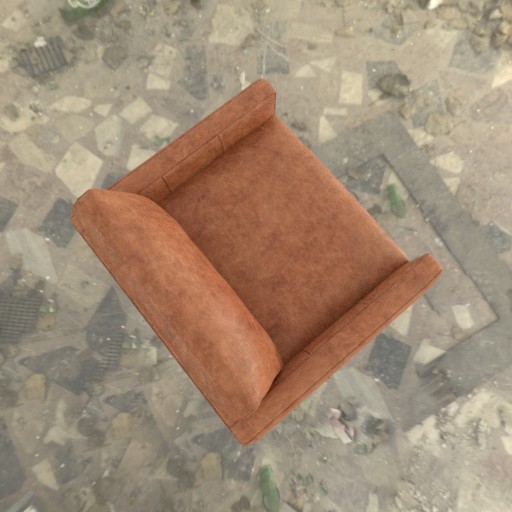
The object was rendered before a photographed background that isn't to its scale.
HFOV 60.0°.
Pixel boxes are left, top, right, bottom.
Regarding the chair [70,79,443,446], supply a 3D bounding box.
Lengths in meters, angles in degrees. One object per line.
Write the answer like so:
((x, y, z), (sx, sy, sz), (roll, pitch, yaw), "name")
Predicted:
((0.000, 0.000, 1.635), (0.862, 0.869, 0.967), (-39, 80, -9), "chair")
